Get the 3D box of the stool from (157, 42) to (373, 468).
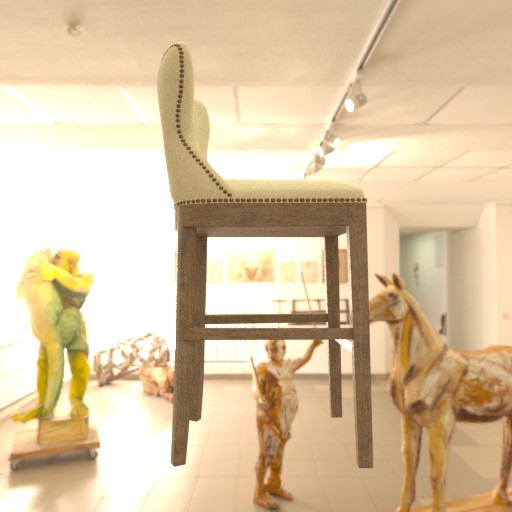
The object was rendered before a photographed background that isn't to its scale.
[{"bbox_3d":[0.000,0.000,1.376,0.606,1.123,0.494,0,-2,-1],"label":"stool"}]
